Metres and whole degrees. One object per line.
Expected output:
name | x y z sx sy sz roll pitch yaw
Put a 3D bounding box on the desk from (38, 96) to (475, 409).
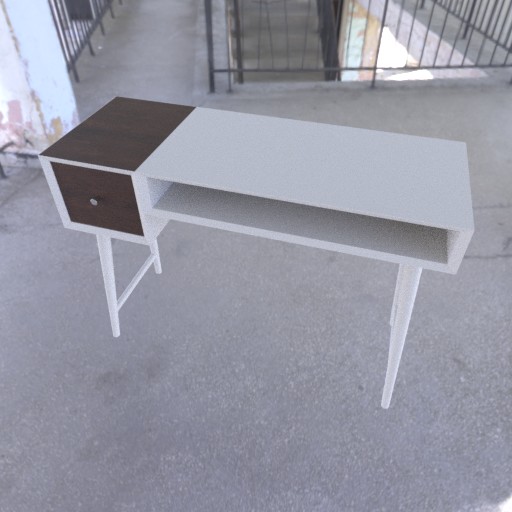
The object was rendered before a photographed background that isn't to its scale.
desk | 0.000 0.000 1.430 1.069 0.761 0.409 12 43 13
